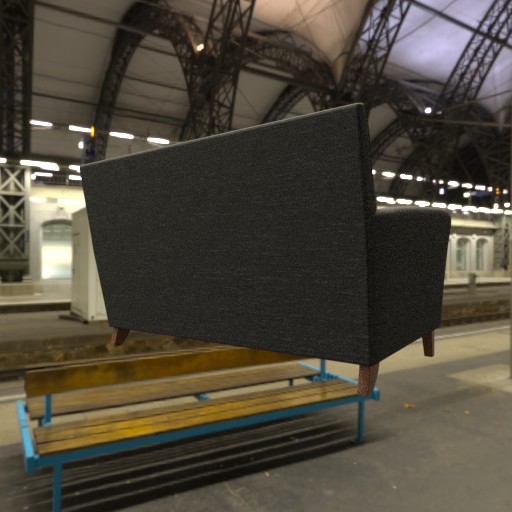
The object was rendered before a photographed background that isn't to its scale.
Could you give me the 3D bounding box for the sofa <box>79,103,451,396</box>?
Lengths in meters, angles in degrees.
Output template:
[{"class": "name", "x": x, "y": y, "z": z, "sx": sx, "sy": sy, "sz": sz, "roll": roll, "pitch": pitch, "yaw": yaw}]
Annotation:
[{"class": "sofa", "x": 0.000, "y": 0.000, "z": 1.942, "sx": 1.420, "sy": 0.846, "sz": 0.875, "roll": 0, "pitch": 0, "yaw": 37}]
